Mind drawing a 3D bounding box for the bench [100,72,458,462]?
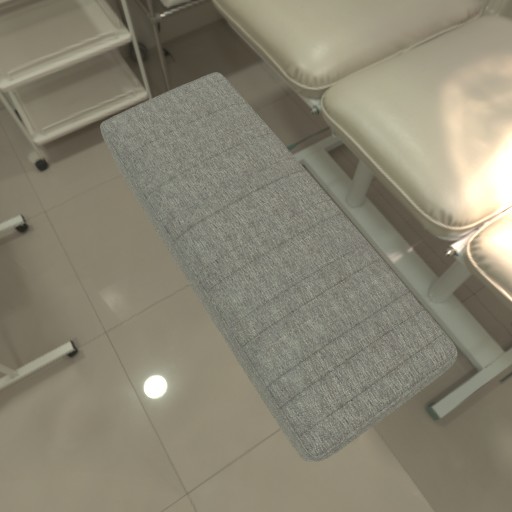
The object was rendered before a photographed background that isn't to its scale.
[{"bbox_3d":[0.000,0.000,1.320,0.429,0.470,1.100,-30,67,-14],"label":"bench"}]
